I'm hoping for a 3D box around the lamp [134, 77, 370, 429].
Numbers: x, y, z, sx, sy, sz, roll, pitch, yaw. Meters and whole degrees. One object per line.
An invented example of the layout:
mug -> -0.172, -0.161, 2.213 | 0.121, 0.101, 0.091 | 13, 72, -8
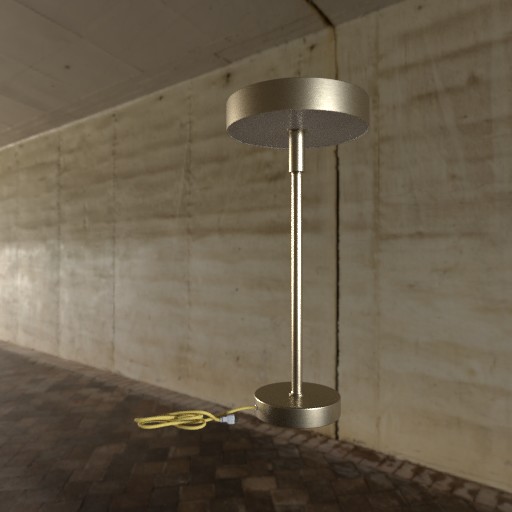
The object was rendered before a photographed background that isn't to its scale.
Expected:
lamp -> 0.000, 0.000, 0.698 | 0.369, 0.508, 0.229 | 0, 0, -18
